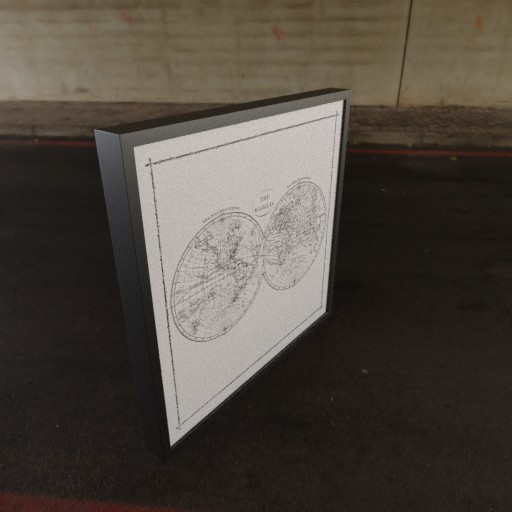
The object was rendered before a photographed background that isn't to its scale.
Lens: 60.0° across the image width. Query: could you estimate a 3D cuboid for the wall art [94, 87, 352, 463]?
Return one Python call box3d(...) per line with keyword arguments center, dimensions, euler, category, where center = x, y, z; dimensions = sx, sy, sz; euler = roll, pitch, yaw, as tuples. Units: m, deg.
box3d(center=(0.000, 0.000, 0.486), dimensions=(0.029, 0.318, 0.327), euler=(20, 33, 34), category="wall art")
